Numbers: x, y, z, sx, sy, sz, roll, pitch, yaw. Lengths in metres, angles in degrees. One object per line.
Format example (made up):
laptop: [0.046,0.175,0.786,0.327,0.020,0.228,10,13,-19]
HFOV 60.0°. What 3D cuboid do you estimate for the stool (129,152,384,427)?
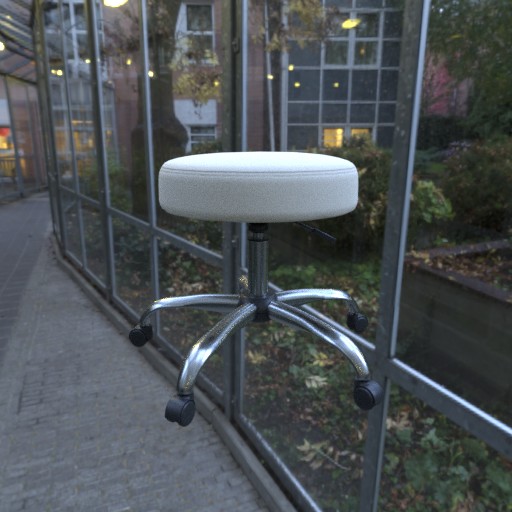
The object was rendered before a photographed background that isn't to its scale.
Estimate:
stool: [0.000,0.000,1.050,0.634,0.482,0.614,-2,15,-7]
